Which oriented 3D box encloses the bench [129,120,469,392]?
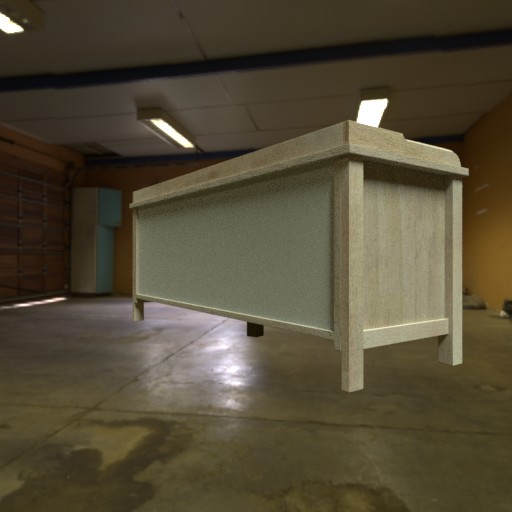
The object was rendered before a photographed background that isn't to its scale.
[{"bbox_3d":[0.000,0.000,1.376,0.398,0.501,1.140,0,0,-35],"label":"bench"}]
